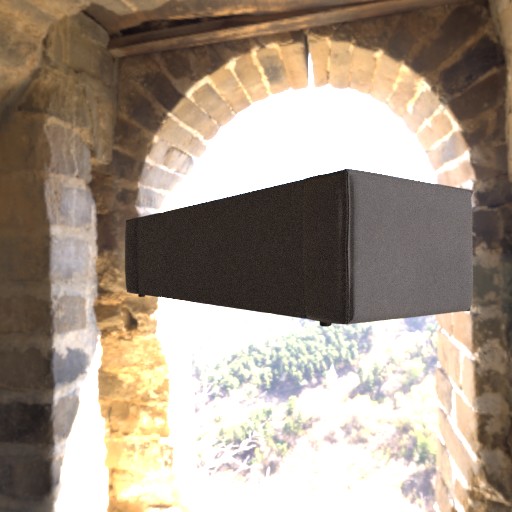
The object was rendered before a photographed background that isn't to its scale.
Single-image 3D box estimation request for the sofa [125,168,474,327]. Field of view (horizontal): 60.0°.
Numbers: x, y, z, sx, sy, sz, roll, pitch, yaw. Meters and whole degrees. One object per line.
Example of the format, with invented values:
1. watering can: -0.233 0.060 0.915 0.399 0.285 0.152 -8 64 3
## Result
1. sofa: 0.000 0.000 3.152 1.038 0.680 2.697 1 -1 -36
